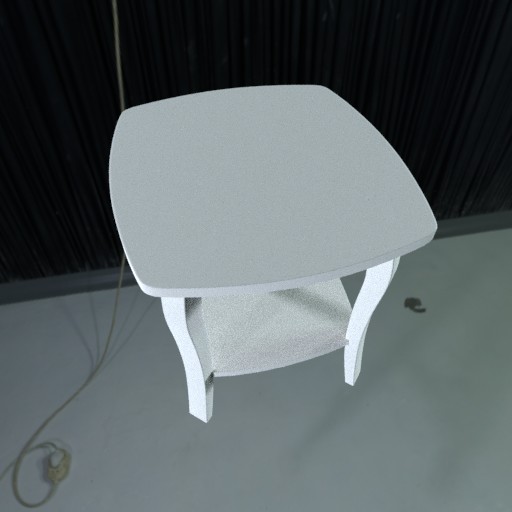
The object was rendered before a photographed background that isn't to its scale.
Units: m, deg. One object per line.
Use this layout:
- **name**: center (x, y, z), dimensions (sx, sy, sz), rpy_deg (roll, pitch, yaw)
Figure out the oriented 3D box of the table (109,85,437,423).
- **table**: center (0.000, 0.000, 0.857), dimensions (0.451, 0.438, 0.502), rpy_deg (-11, 47, -10)
